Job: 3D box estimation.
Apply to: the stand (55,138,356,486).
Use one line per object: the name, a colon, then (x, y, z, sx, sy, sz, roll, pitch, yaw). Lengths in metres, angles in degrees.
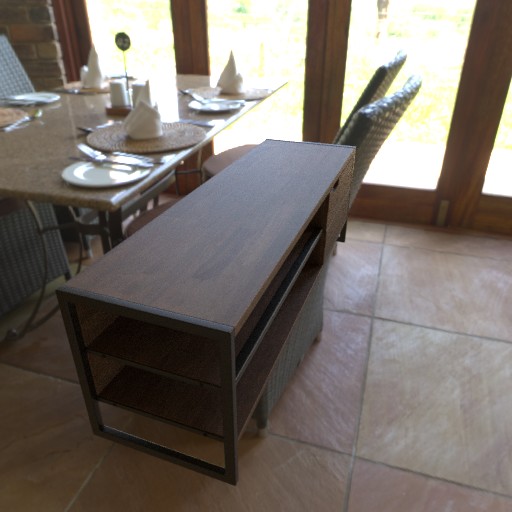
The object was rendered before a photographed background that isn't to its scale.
stand: (0.000, 0.000, 1.699, 0.454, 0.506, 1.480, 11, 31, 18)
